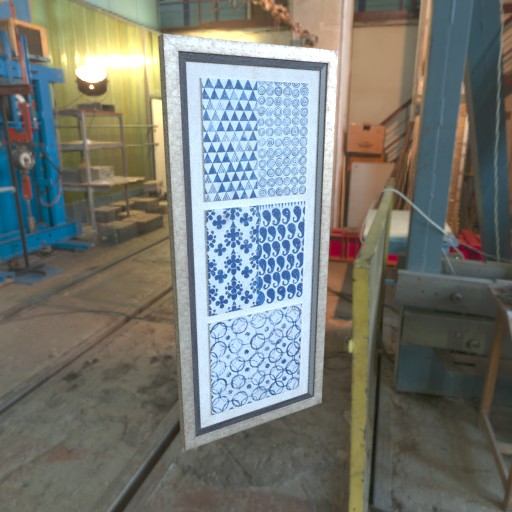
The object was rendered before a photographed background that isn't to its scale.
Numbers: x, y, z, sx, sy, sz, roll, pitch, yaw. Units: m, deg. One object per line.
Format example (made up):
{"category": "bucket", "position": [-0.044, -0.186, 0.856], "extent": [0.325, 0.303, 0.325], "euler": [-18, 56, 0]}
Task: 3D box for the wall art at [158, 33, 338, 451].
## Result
{"category": "wall art", "position": [0.000, 0.000, 1.671], "extent": [0.648, 1.461, 0.051], "euler": [-9, 18, -27]}
